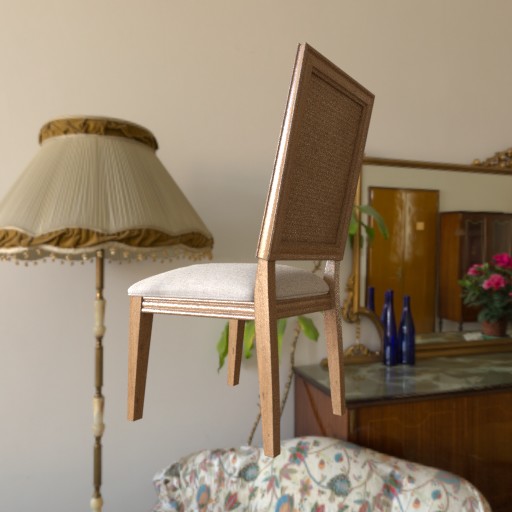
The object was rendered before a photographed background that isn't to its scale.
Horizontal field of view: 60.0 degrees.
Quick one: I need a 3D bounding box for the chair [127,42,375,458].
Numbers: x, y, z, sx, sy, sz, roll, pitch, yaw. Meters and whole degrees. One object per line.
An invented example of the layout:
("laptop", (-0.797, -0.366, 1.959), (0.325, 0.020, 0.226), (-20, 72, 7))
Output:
("chair", (0.000, 0.000, 1.362), (0.601, 0.988, 0.536), (0, -1, 37))
